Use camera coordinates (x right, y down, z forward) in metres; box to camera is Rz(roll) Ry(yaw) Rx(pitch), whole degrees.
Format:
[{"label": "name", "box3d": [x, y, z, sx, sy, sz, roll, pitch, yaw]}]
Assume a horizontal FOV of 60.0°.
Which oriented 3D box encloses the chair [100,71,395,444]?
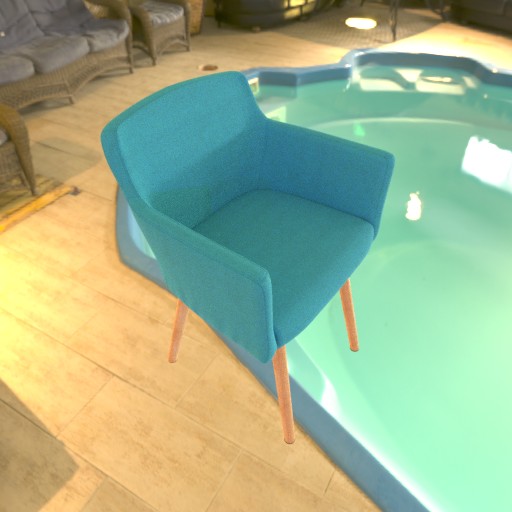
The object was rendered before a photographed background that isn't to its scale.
[{"label": "chair", "box3d": [0.000, 0.000, 1.167, 0.540, 0.780, 0.570, 26, 47, 27]}]
